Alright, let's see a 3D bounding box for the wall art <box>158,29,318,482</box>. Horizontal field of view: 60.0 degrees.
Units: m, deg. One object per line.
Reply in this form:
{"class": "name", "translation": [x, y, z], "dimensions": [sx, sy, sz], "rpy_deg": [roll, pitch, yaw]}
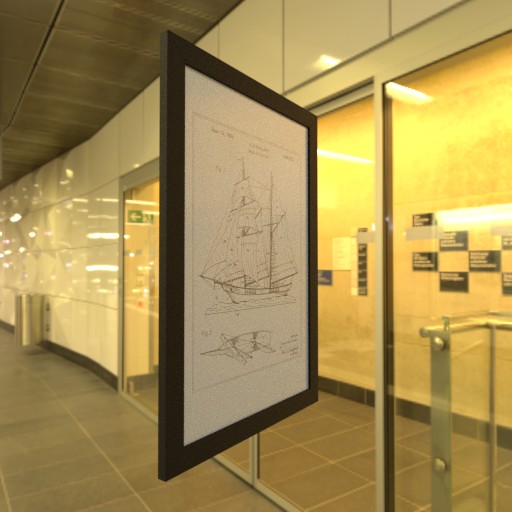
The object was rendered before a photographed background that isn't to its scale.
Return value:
{"class": "wall art", "translation": [0.000, 0.000, 0.584], "dimensions": [0.011, 0.459, 0.326], "rpy_deg": [-1, -2, 36]}
